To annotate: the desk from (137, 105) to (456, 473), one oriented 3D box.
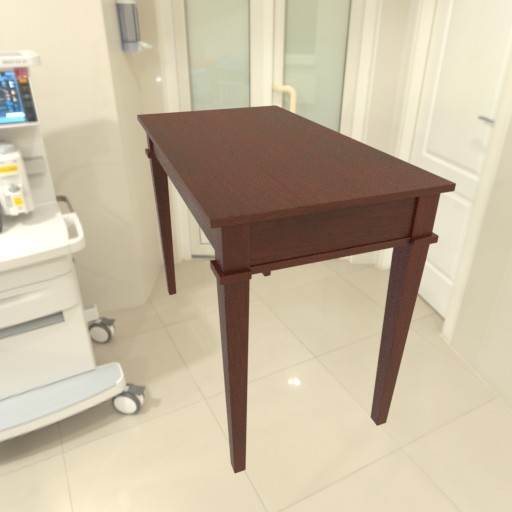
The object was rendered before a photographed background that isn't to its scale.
[{"bbox_3d":[0.000,0.000,1.465,0.549,0.762,1.001,-10,30,-18],"label":"desk"}]
